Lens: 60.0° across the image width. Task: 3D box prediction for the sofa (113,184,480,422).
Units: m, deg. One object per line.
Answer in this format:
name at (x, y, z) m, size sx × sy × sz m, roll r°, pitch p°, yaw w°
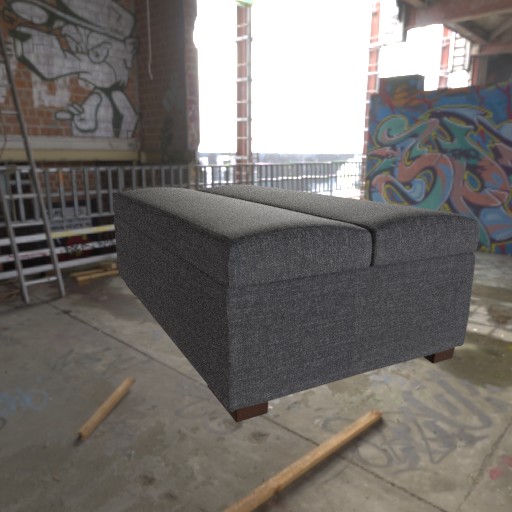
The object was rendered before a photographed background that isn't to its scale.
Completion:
sofa at (0.000, 0.000, 1.564) m, size 0.782 × 0.417 × 1.198 m, roll -7°, pitch 15°, yaw -27°
